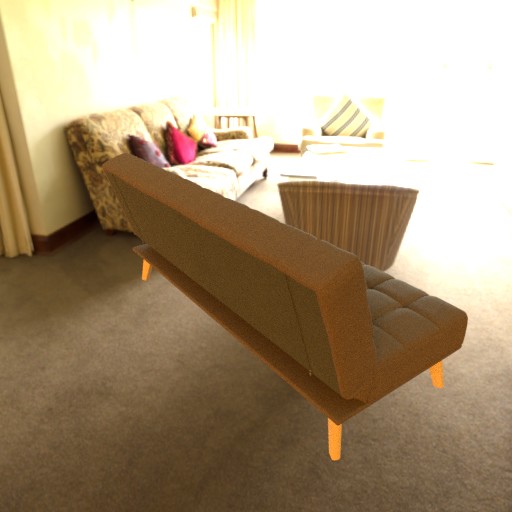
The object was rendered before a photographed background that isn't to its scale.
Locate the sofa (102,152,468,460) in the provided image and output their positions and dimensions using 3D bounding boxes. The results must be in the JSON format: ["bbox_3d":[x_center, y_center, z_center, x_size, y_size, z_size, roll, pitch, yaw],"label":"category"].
[{"bbox_3d":[0.000,0.000,2.203,0.860,0.810,1.800,-17,30,-32],"label":"sofa"}]
